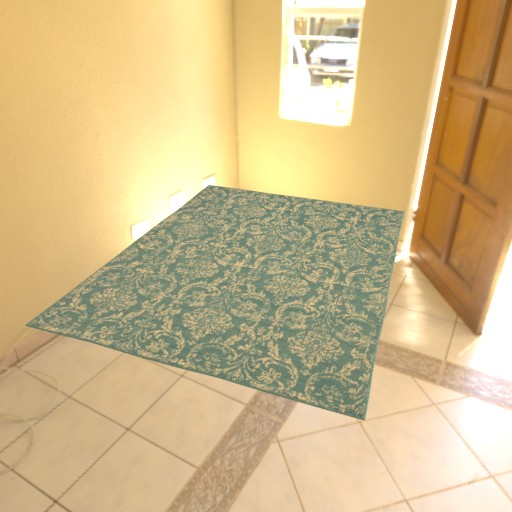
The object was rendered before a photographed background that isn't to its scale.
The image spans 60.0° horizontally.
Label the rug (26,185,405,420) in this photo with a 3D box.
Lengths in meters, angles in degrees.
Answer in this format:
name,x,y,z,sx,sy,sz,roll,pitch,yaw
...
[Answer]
name,x,y,z,sx,sy,sz,roll,pitch,yaw
rug,0.000,0.000,3.976,2.363,0.012,2.980,10,31,18
